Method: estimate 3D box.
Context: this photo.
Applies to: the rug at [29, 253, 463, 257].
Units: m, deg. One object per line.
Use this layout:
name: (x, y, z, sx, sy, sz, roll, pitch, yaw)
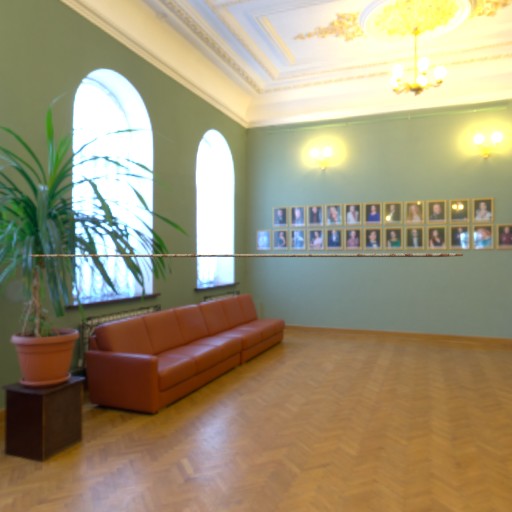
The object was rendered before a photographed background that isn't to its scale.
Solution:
rug: (0.000, 0.000, 3.034, 2.435, 0.011, 1.517, 0, 0, 20)
